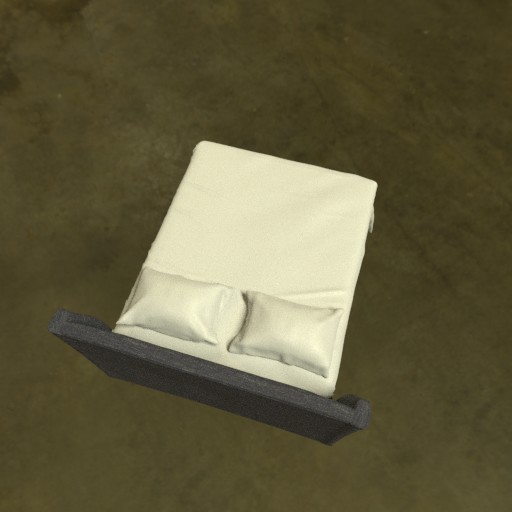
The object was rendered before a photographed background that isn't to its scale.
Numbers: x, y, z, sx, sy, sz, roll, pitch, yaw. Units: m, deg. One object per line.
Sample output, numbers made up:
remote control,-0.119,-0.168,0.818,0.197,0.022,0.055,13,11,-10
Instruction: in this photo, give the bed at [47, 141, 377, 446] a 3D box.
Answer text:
bed,0.000,0.000,3.521,1.925,1.332,2.276,15,64,7
